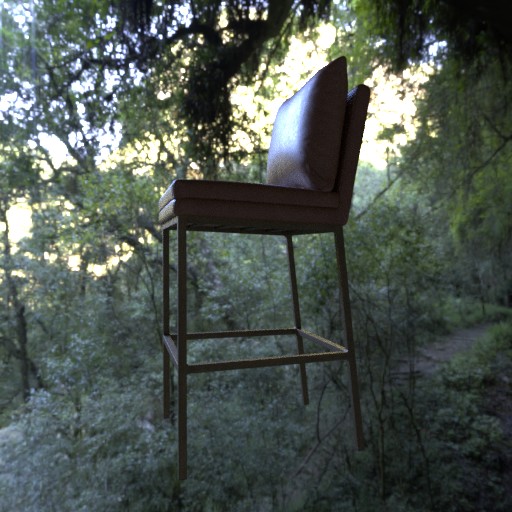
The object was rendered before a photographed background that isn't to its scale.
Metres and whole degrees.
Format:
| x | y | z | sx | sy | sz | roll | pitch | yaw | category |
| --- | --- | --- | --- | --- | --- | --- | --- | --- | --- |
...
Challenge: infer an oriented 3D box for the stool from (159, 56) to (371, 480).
| x | y | z | sx | sy | sz | roll | pitch | yaw | category |
| --- | --- | --- | --- | --- | --- | --- | --- | --- | --- |
| 0.000 | 0.000 | 1.400 | 0.571 | 1.124 | 0.463 | 0 | 1 | -17 | stool |
